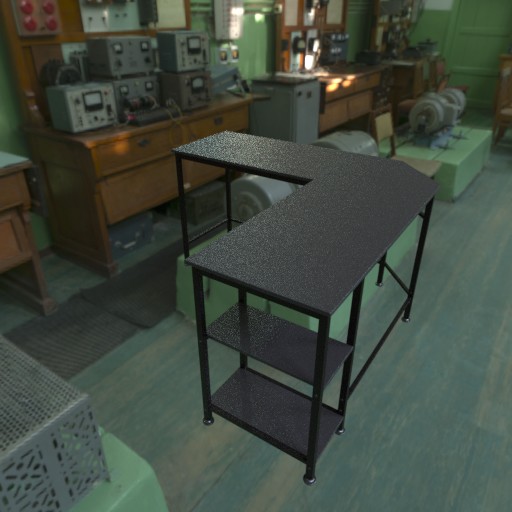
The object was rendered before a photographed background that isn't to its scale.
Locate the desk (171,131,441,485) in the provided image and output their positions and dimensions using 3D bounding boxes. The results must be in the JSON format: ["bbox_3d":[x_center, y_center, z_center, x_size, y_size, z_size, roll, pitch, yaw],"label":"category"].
[{"bbox_3d":[0.000,0.000,2.152,1.379,0.739,1.379,18,34,29],"label":"desk"}]
